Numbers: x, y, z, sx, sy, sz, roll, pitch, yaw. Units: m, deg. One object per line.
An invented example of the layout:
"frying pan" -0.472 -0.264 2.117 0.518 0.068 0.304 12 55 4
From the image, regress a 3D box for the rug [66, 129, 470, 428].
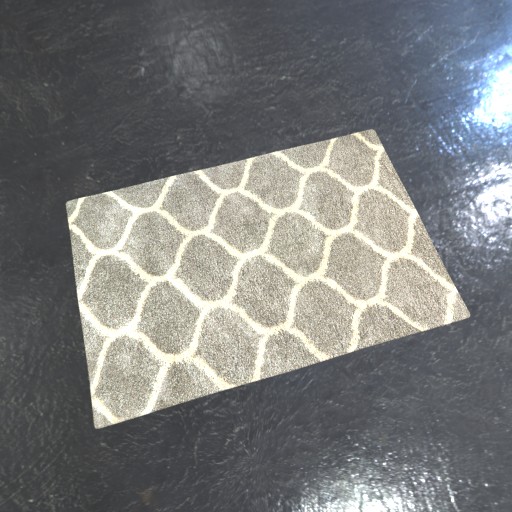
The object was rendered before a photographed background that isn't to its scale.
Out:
"rug" 0.000 0.000 3.398 2.701 0.026 1.801 -15 66 -7
